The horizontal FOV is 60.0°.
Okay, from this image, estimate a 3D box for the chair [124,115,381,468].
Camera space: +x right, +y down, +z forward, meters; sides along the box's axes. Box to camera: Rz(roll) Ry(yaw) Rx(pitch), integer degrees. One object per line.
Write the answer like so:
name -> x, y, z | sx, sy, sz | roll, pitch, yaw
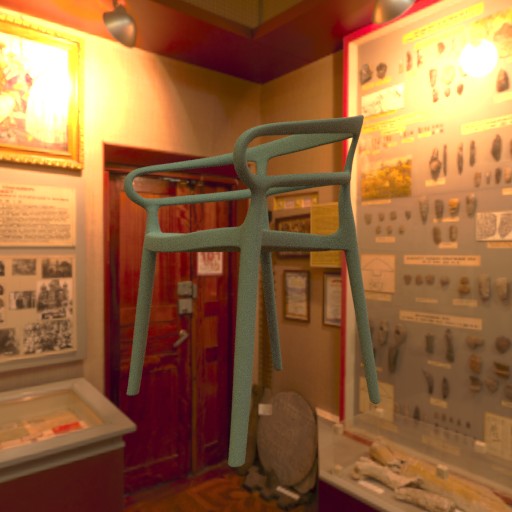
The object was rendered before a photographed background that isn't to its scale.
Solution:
chair -> 0.000, 0.000, 1.149 | 0.527, 0.761, 0.559 | -1, 1, -37
